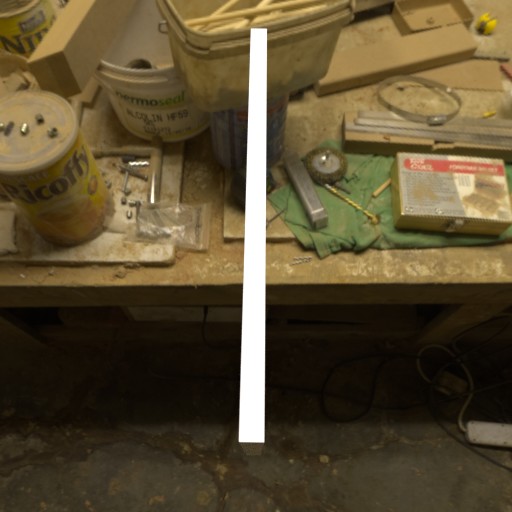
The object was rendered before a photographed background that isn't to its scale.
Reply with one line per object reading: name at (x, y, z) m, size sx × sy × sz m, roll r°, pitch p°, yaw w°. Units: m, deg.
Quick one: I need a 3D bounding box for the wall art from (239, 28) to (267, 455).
wall art at (0.000, 0.000, 1.135) m, size 0.038 × 0.609 × 0.914 m, roll 1°, pitch 64°, yaw 0°
